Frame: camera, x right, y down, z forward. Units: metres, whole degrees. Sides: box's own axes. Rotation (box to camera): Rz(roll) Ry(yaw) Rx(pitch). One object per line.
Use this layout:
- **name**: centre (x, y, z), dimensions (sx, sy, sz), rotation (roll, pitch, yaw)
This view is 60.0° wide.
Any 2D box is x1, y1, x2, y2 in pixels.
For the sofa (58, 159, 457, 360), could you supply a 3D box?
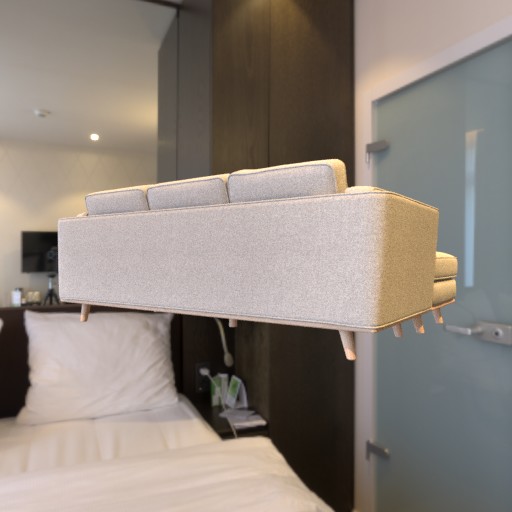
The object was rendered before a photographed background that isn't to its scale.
- **sofa**: centre (0.000, 0.000, 3.115), dimensions (2.411, 0.929, 1.604), rotation (0, 0, 35)
